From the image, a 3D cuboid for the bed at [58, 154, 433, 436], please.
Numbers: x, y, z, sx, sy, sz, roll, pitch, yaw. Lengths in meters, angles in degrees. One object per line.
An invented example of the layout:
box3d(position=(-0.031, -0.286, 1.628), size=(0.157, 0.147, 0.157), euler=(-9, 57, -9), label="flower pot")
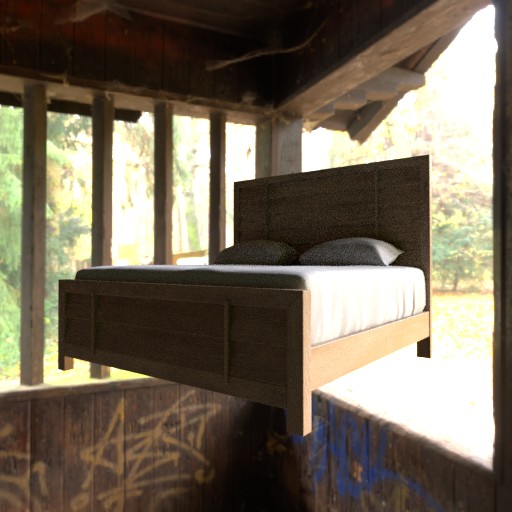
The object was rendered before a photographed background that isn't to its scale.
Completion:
box3d(position=(0.000, 0.000, 3.373), size=(2.032, 1.626, 2.032), euler=(-1, -1, 37), label="bed")
